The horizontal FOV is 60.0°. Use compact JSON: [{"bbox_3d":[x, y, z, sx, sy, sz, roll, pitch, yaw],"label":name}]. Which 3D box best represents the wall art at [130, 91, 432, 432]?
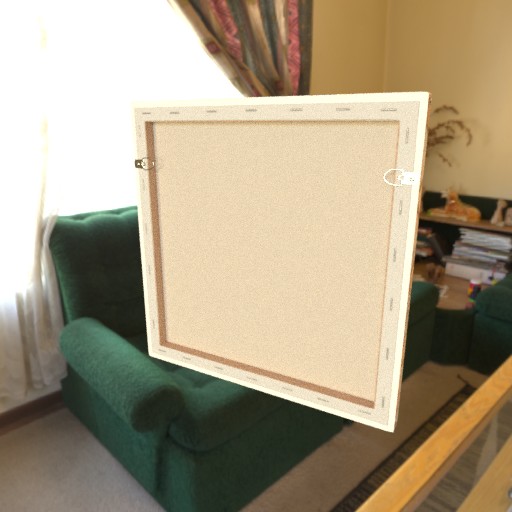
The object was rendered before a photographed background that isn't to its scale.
[{"bbox_3d":[0.000,0.000,1.353,0.912,0.914,0.039,9,19,28],"label":"wall art"}]
